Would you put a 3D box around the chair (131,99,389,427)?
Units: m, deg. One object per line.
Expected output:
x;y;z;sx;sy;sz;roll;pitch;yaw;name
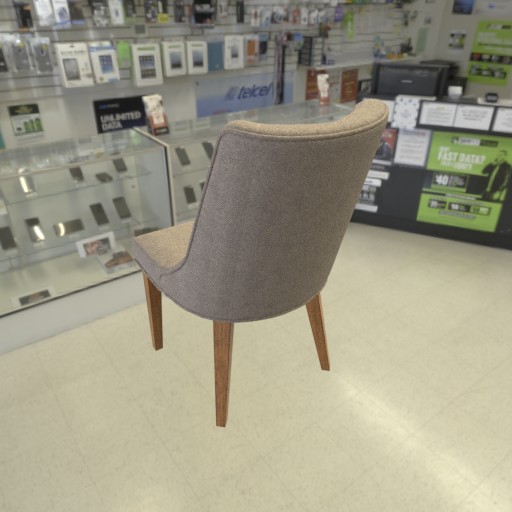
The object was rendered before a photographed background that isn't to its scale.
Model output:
0.000;0.000;1.305;0.548;0.916;0.636;-19;35;-29;chair
